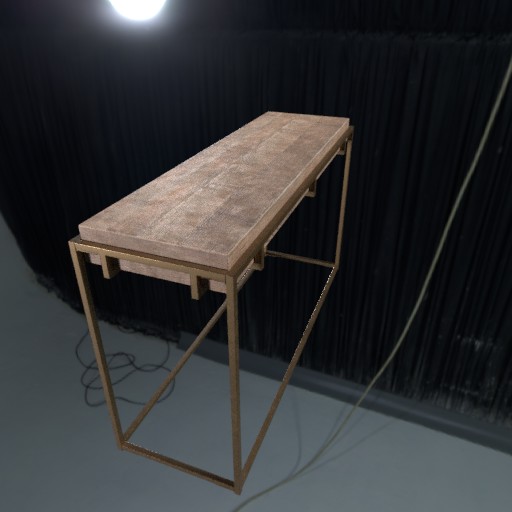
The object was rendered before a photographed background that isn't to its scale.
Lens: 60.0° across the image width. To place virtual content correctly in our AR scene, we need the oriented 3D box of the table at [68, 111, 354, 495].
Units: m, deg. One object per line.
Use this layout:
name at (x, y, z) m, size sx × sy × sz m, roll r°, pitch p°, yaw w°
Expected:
table at (0.000, 0.000, 1.762) m, size 0.440 × 0.820 × 1.400 m, roll 11°, pitch 32°, yaw 18°
